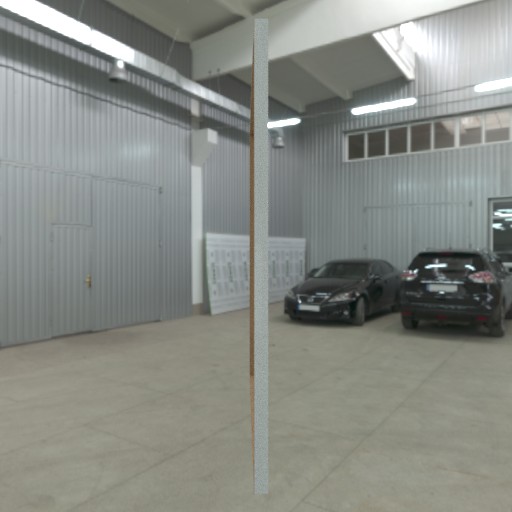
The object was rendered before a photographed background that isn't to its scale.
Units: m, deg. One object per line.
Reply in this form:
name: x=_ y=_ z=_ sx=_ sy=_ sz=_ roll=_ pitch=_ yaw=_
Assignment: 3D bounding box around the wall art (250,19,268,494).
wall art: x=0.000 y=0.000 z=0.966 sx=0.021 sy=0.710 sz=0.609 roll=0 pitch=0 yaw=-1
